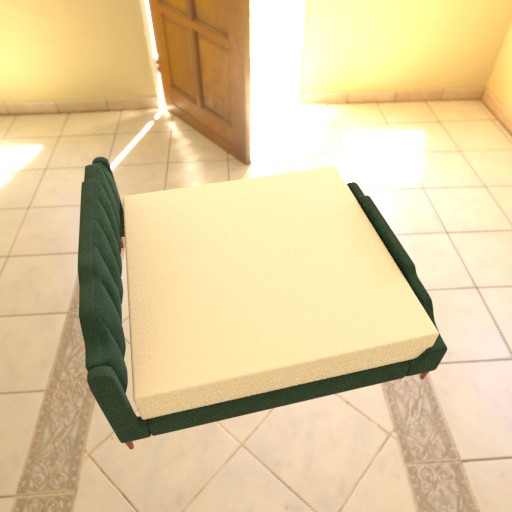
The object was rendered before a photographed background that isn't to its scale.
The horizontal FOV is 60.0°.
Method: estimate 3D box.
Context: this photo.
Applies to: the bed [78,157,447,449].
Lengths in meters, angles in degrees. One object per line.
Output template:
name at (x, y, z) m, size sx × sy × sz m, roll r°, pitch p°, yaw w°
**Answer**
bed at (0.000, 0.000, 3.477) m, size 2.340 × 1.245 × 2.074 m, roll -10°, pitch 47°, yaw -9°
